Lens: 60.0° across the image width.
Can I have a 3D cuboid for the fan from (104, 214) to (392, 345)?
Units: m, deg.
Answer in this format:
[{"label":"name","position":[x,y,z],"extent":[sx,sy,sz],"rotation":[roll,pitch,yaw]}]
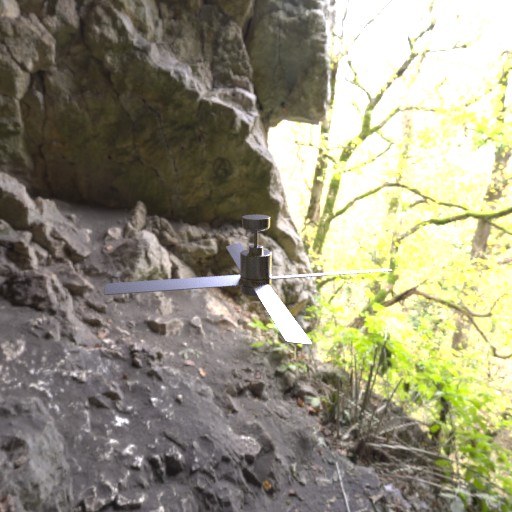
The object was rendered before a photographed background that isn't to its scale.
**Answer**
[{"label":"fan","position":[0.000,0.000,1.993],"extent":[1.322,0.355,1.322],"rotation":[-3,16,-12]}]
